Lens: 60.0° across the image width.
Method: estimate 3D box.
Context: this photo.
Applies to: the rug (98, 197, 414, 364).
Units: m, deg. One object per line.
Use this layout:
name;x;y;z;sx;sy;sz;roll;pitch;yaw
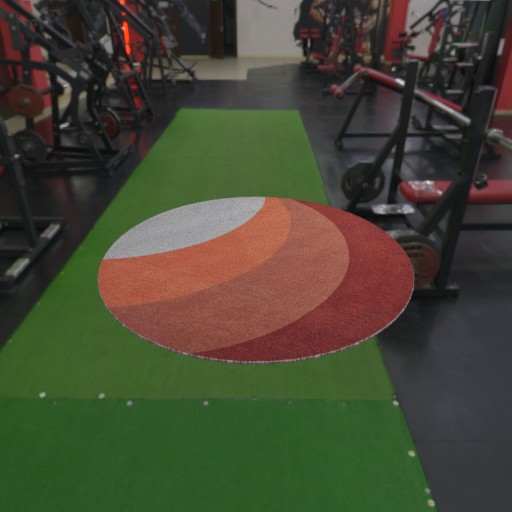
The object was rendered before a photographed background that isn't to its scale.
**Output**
rug;0.000;0.000;2.219;1.514;0.015;1.514;0;30;0
